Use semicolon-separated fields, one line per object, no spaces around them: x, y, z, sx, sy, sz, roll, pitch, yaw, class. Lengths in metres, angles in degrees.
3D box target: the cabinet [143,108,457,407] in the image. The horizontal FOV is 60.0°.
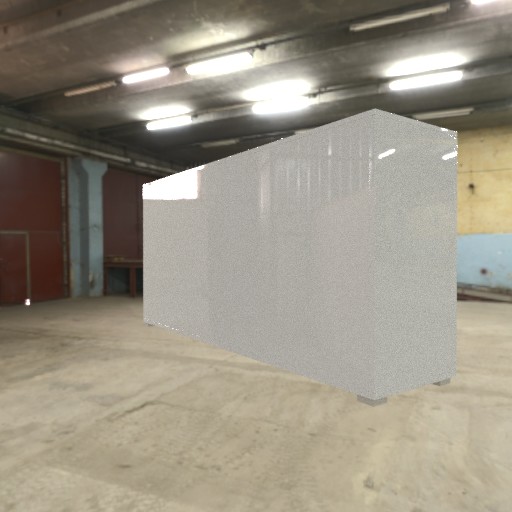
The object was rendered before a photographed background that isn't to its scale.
0.000;0.000;1.972;0.400;0.800;1.650;0;1;-36;cabinet
